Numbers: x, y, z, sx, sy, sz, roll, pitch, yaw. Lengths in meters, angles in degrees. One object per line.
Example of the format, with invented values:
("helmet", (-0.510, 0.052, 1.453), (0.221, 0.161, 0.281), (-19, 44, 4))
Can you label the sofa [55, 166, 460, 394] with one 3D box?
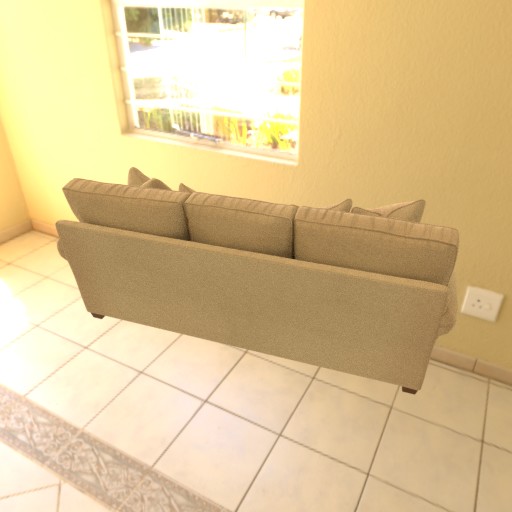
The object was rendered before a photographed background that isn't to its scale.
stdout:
("sofa", (0.000, 0.000, 2.791), (2.312, 0.975, 0.965), (10, 32, 16))
